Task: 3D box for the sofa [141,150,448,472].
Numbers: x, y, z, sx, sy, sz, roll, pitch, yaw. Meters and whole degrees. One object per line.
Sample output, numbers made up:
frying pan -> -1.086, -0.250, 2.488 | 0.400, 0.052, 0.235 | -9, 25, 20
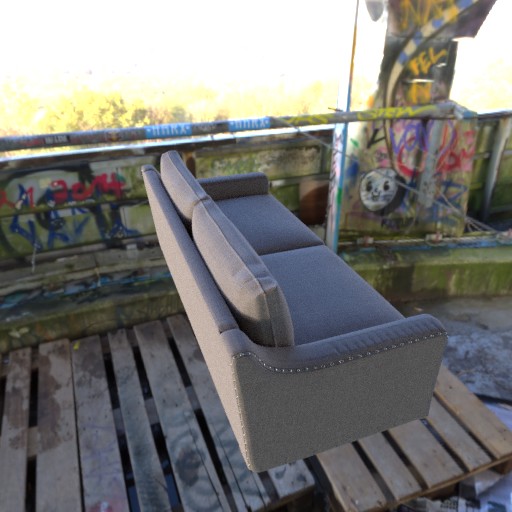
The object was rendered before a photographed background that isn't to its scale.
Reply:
sofa -> 0.000, 0.000, 2.669 | 1.000, 0.857, 2.208 | -10, 31, -18
